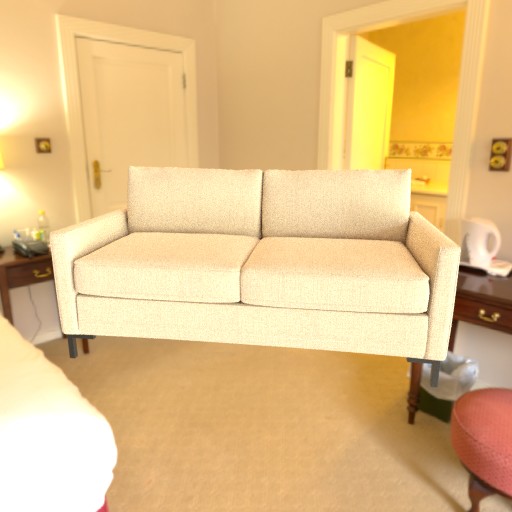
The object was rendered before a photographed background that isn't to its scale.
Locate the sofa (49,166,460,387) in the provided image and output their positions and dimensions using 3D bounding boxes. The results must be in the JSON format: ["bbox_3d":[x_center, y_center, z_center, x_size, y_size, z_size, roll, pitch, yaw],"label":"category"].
[{"bbox_3d":[0.000,0.000,2.128,1.651,0.812,0.839,2,15,9],"label":"sofa"}]
